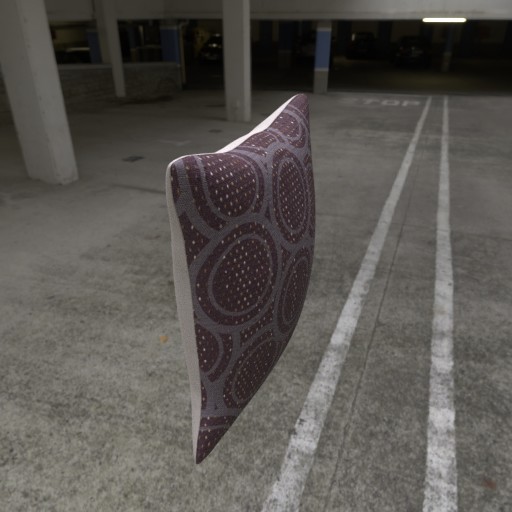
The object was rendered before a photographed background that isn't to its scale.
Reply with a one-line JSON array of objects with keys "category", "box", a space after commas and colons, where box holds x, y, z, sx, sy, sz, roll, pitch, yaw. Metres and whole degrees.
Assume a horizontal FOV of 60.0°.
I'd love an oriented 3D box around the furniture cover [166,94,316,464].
[{"category": "furniture cover", "box": [0.000, 0.000, 0.835, 0.193, 0.509, 0.552, 10, 30, 18]}]
